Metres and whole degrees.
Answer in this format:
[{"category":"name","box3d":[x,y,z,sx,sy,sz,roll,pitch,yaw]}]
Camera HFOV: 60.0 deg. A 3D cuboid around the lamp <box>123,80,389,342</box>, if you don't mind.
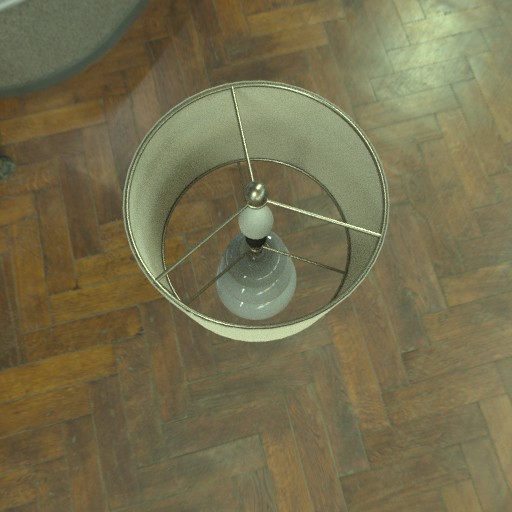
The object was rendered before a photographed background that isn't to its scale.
[{"category":"lamp","box3d":[0.000,0.000,0.939,0.367,0.730,0.367,0,76,0]}]
